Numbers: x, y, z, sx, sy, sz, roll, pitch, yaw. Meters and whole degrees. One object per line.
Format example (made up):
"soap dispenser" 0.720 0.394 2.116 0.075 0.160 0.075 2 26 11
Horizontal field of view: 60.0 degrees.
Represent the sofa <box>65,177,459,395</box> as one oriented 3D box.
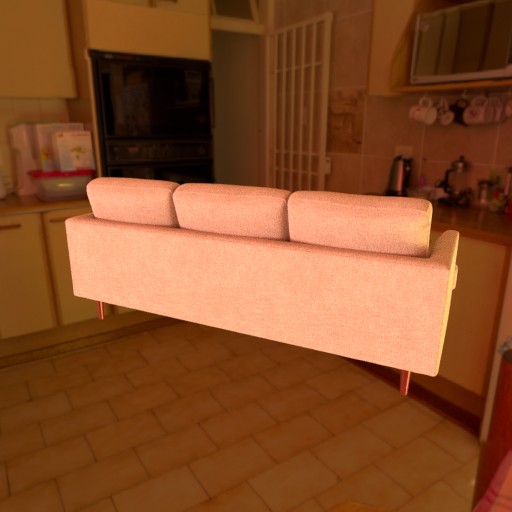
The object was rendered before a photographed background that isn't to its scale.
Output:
"sofa" 0.000 0.000 2.722 2.246 0.930 0.903 8 18 25
